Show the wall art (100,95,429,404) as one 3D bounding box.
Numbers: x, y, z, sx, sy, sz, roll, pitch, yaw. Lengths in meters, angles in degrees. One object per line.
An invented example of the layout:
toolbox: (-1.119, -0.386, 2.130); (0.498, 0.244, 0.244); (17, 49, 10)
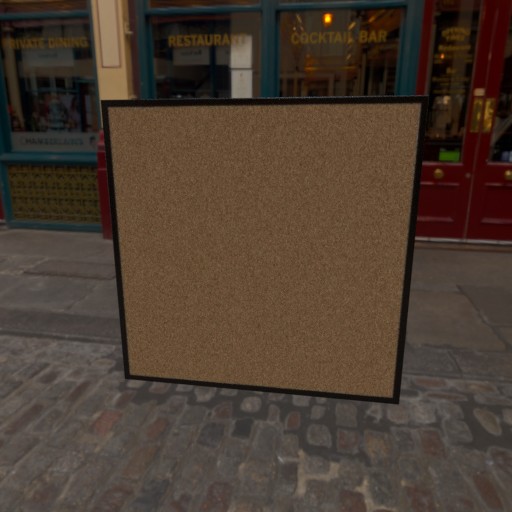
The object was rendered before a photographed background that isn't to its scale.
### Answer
wall art: (0.000, 0.000, 0.519); (0.349, 0.349, 0.014); (3, 15, 9)
